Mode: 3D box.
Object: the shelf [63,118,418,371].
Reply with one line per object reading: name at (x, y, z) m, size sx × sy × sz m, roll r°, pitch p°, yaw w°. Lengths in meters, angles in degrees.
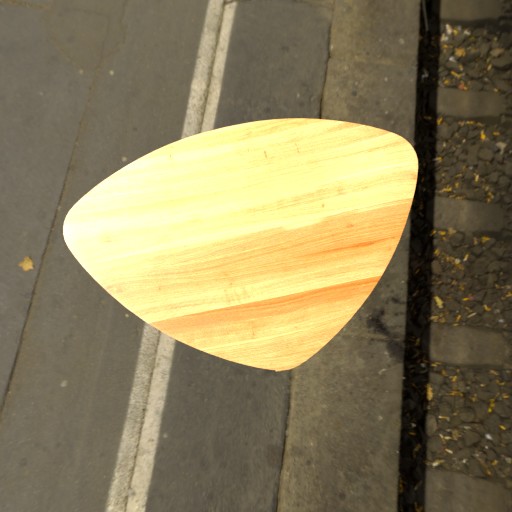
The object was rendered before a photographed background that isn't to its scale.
shelf at (0.000, 0.000, 1.686) m, size 1.240 × 0.439 × 0.863 m, roll -13°, pitch 76°, yaw -4°
